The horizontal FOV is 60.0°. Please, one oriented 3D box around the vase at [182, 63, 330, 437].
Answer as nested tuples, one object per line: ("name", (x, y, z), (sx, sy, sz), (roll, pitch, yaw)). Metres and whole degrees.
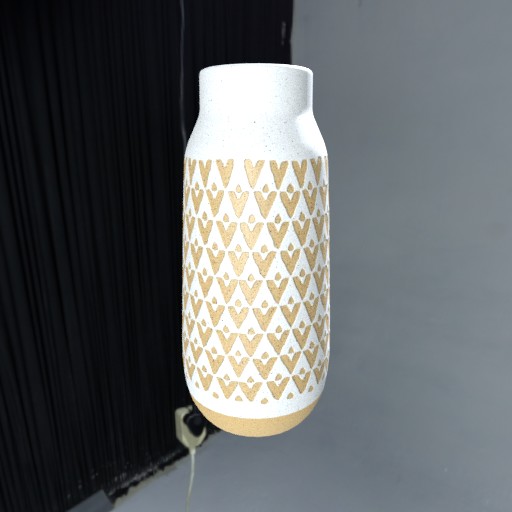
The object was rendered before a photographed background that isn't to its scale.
("vase", (0.000, 0.000, 0.396), (0.137, 0.307, 0.137), (0, 16, 0))
